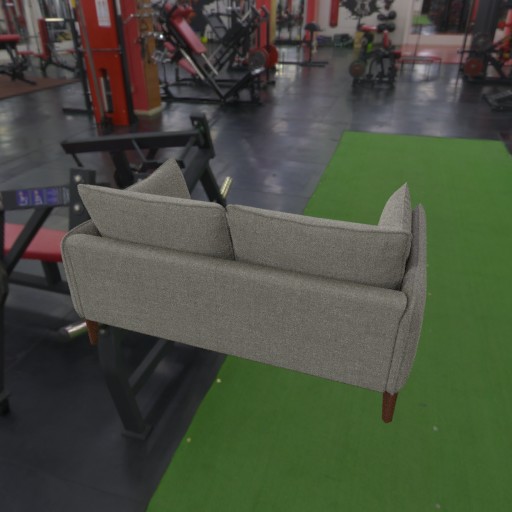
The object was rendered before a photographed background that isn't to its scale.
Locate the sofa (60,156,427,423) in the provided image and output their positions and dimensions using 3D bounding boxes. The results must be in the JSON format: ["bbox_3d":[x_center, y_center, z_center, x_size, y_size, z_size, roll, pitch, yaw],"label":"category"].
[{"bbox_3d":[0.000,0.000,2.199,1.580,0.851,0.972,10,31,17],"label":"sofa"}]
